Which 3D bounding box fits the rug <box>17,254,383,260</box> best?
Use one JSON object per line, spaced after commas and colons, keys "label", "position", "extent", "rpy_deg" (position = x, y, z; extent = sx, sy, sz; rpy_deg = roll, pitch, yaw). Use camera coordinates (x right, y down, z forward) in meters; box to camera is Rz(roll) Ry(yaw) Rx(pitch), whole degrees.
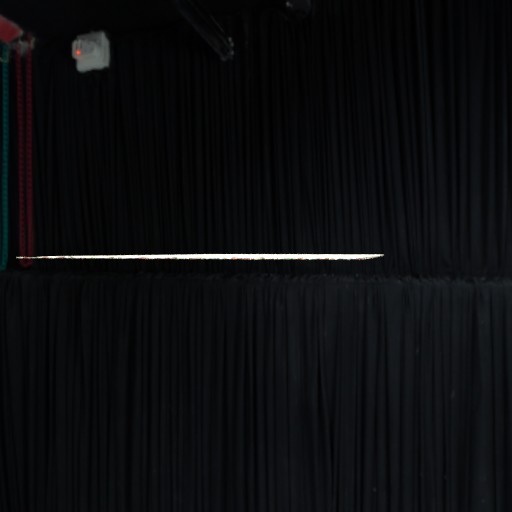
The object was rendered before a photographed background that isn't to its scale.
{"label": "rug", "position": [0.000, 0.000, 2.263], "extent": [1.219, 0.008, 1.829], "rpy_deg": [0, 1, 18]}
